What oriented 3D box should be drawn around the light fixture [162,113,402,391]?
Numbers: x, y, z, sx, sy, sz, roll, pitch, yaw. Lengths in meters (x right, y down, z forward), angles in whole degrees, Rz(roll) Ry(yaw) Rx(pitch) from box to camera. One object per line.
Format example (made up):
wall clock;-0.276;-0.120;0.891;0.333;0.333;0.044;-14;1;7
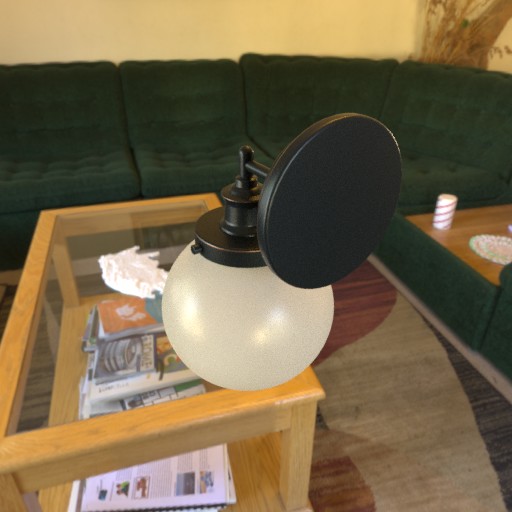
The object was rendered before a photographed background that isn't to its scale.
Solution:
light fixture;0.000;0.000;0.468;0.197;0.332;0.230;-19;35;-29
